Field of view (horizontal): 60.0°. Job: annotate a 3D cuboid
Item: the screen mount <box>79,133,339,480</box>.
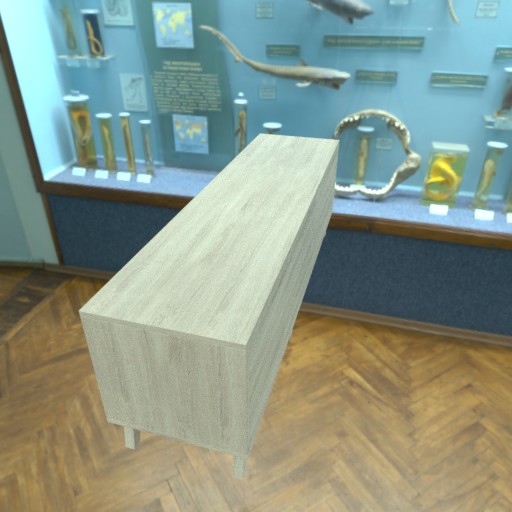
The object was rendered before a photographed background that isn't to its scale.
[{"bbox_3d":[0.000,0.000,1.708,0.400,0.510,1.500,9,32,14],"label":"screen mount"}]
